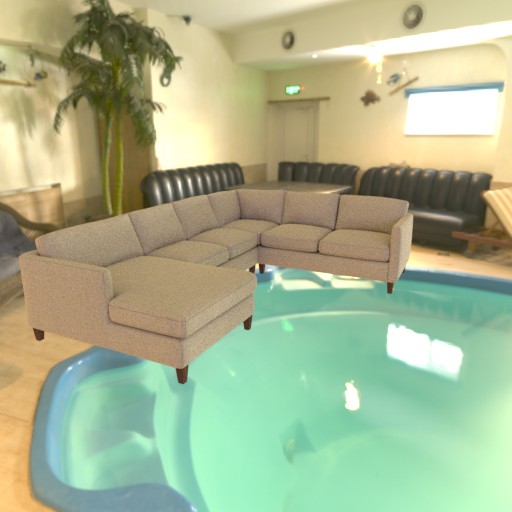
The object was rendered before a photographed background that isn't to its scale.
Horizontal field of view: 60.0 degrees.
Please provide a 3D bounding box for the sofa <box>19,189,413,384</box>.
[{"bbox_3d":[0.000,0.000,4.513,2.593,0.959,3.460,8,17,26],"label":"sofa"}]
